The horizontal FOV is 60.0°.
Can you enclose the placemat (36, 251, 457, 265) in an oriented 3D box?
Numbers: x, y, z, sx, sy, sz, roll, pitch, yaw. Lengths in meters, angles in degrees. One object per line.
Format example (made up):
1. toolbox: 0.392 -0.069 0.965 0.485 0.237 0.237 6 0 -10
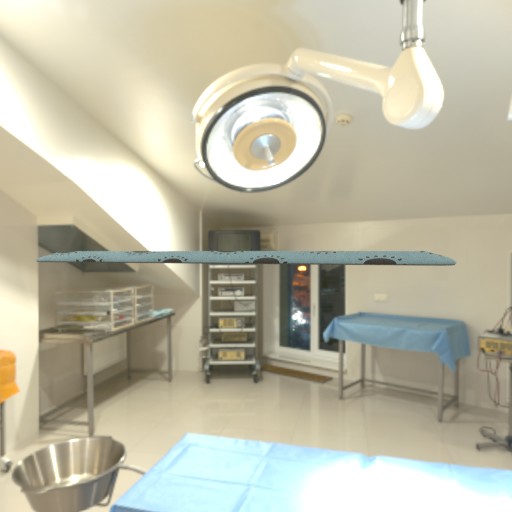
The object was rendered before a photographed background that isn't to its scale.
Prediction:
1. placemat: 0.000 0.000 0.975 0.762 0.021 0.508 0 1 18
